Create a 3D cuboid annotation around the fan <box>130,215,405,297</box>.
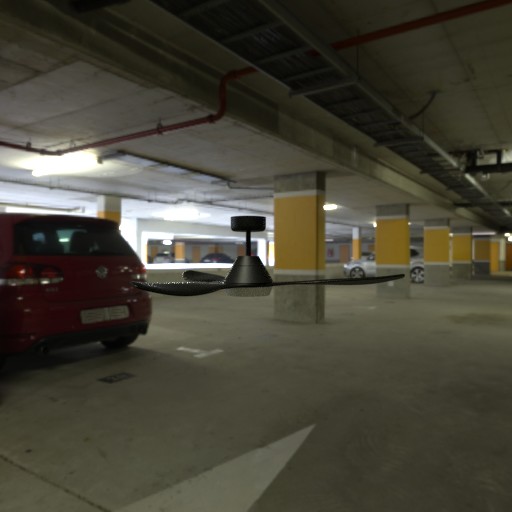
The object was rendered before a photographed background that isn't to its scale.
[{"bbox_3d":[0.000,0.000,1.630,1.067,0.305,1.067,0,0,16],"label":"fan"}]
